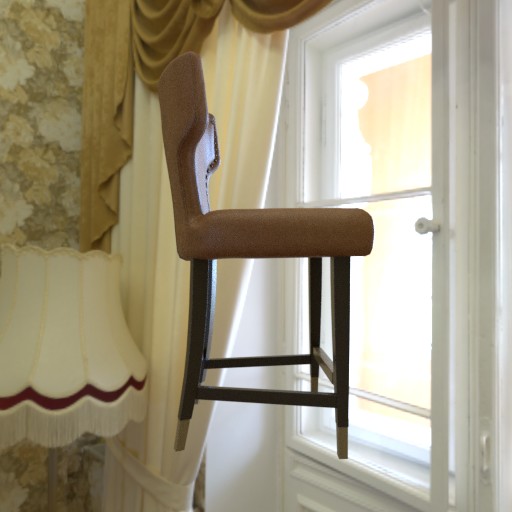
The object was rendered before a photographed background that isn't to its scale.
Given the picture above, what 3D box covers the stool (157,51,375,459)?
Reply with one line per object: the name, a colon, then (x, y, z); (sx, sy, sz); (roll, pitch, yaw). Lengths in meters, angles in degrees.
stool: (0.000, 0.000, 1.305); (0.563, 0.982, 0.526); (0, 0, -1)
